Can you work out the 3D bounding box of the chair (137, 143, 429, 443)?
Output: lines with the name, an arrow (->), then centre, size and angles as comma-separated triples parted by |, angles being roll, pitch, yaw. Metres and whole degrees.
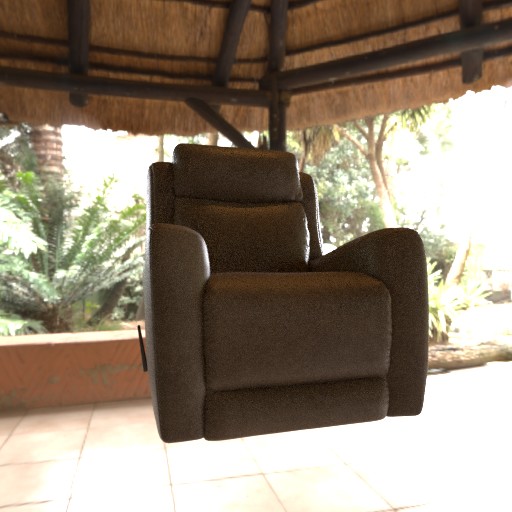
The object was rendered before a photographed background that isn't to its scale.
chair -> 0.000, 0.000, 1.858 | 0.967, 1.116, 1.068 | 0, -1, -16
